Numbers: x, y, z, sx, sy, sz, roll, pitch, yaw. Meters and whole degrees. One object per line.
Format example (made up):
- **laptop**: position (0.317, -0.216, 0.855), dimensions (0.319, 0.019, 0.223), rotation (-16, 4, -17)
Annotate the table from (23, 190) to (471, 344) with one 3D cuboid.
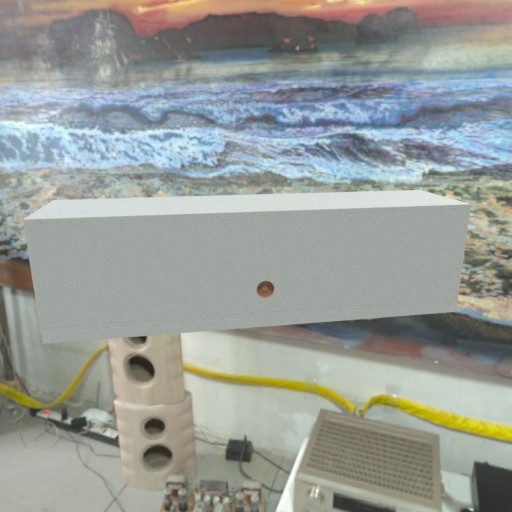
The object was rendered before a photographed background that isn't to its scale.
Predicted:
- **table**: position (0.000, 0.000, 1.767), dimensions (1.550, 0.440, 0.400), rotation (-3, 17, -9)
